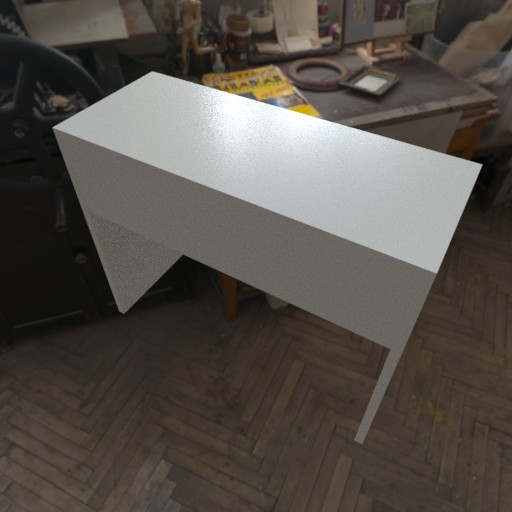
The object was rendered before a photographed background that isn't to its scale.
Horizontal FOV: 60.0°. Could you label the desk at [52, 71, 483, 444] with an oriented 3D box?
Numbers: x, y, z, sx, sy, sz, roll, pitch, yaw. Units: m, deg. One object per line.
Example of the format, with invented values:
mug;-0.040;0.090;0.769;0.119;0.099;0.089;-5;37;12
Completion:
desk;0.000;0.000;1.383;1.000;0.790;0.400;23;50;21
